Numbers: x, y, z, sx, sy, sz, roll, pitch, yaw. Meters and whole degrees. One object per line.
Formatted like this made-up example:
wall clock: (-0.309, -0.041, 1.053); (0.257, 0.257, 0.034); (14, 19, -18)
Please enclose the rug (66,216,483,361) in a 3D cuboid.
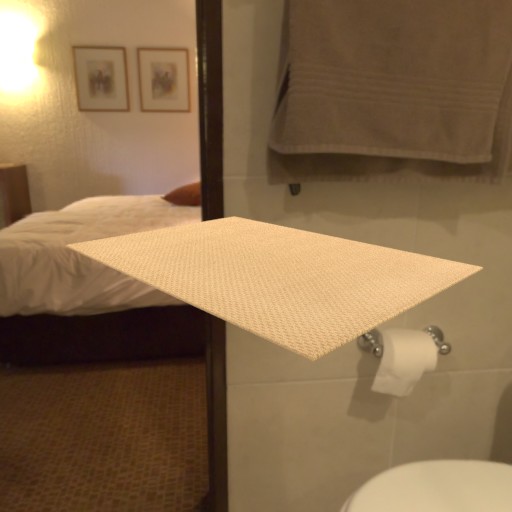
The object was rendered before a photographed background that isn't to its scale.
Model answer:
rug: (0.000, 0.000, 2.756); (1.509, 0.013, 2.144); (-15, 21, -42)
